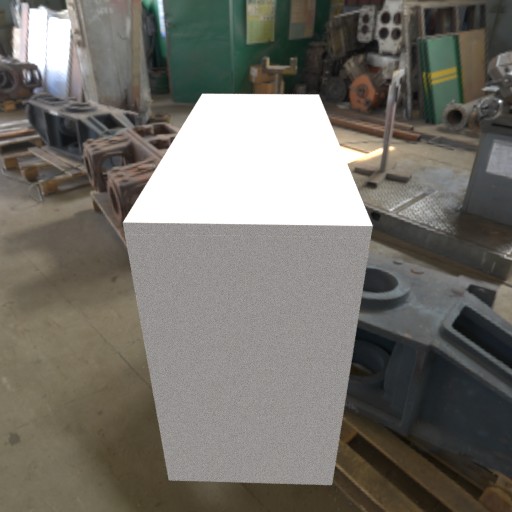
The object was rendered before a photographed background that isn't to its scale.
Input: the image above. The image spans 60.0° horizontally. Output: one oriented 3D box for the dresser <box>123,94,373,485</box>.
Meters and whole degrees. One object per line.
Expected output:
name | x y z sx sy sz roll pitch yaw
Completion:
dresser | 0.000 0.000 1.498 0.460 0.820 1.100 1 32 1
